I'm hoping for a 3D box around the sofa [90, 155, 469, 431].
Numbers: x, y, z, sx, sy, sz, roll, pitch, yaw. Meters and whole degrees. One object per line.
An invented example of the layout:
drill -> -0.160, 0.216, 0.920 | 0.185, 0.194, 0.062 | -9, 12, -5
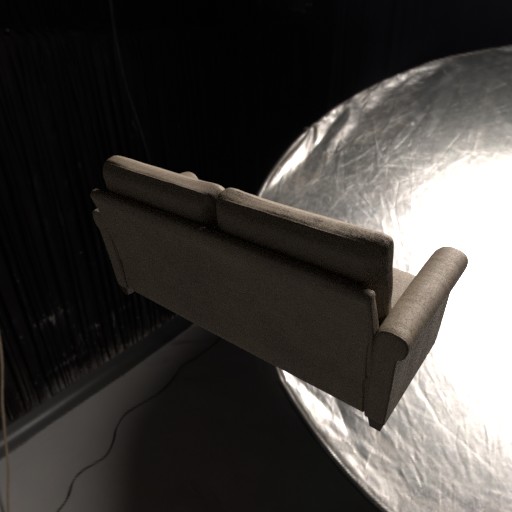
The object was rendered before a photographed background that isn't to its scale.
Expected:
sofa -> 0.000, 0.000, 2.404 | 1.935, 0.942, 0.842 | 21, 36, 32
